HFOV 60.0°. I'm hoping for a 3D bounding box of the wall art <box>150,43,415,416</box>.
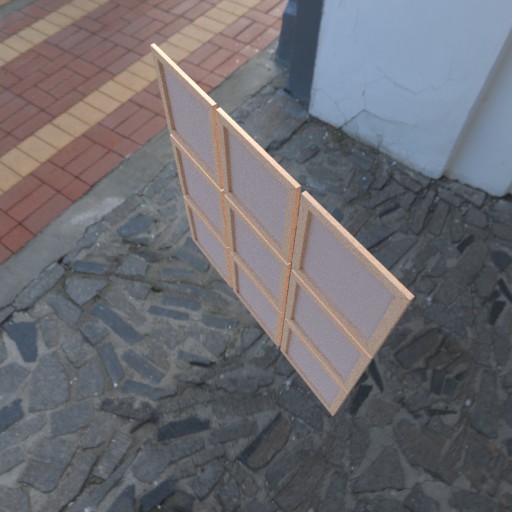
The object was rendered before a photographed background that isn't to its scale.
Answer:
[{"bbox_3d":[0.000,0.000,1.790,0.016,1.207,1.217,-32,63,-18],"label":"wall art"}]
